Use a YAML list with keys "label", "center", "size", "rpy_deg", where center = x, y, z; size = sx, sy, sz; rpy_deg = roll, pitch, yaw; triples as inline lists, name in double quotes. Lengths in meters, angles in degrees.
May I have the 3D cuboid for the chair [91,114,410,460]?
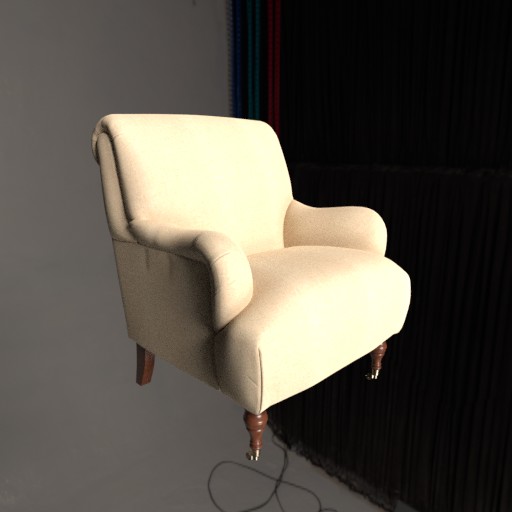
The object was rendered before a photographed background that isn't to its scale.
- label: "chair"
  center: [0.000, 0.000, 1.516]
  size: [0.766, 0.944, 0.842]
  rpy_deg: [-14, 20, -43]
